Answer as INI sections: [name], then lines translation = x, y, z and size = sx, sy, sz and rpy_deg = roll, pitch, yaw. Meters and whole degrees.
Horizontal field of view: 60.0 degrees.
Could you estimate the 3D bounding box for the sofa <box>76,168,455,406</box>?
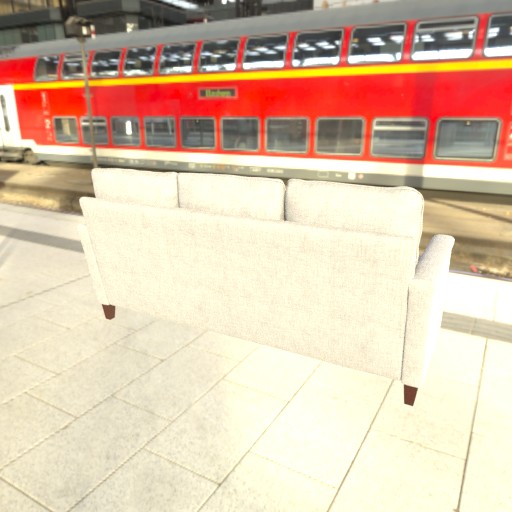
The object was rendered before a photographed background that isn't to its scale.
[sofa]
translation = 0.000, 0.000, 2.440
size = 1.925, 0.959, 0.828
rpy_deg = 9, 20, 27
